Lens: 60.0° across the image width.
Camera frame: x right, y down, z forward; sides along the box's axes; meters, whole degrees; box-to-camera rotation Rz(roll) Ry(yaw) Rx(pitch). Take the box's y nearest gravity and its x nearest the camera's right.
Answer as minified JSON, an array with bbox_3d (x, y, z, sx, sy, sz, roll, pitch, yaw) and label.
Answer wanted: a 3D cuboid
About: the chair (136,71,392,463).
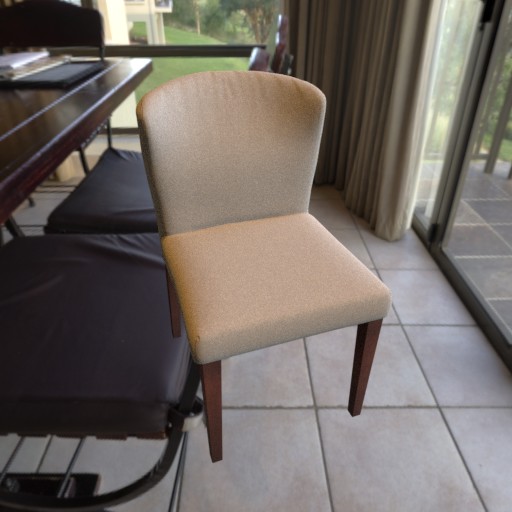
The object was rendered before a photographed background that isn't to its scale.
[{"bbox_3d":[0.000,0.000,1.184,0.491,0.839,0.592,-11,34,-17],"label":"chair"}]
